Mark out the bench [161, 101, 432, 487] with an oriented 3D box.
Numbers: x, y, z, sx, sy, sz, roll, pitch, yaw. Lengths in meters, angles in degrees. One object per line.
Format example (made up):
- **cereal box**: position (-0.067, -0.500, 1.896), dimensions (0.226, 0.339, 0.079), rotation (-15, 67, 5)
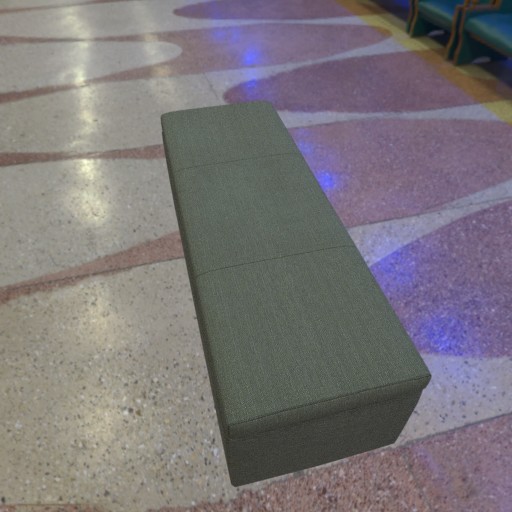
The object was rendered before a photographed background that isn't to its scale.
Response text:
- **bench**: position (0.000, 0.000, 1.437), dimensions (0.446, 0.438, 1.269), rotation (-10, 47, -10)
